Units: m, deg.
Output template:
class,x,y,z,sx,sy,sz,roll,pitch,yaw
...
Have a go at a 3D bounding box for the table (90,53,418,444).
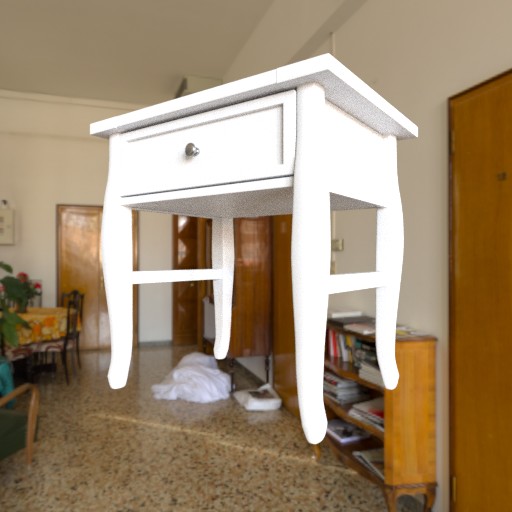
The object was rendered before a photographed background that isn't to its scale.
class,x,y,z,sx,sy,sz,roll,pitch,yaw
table,0.000,0.000,1.019,0.599,0.605,0.463,0,0,36
